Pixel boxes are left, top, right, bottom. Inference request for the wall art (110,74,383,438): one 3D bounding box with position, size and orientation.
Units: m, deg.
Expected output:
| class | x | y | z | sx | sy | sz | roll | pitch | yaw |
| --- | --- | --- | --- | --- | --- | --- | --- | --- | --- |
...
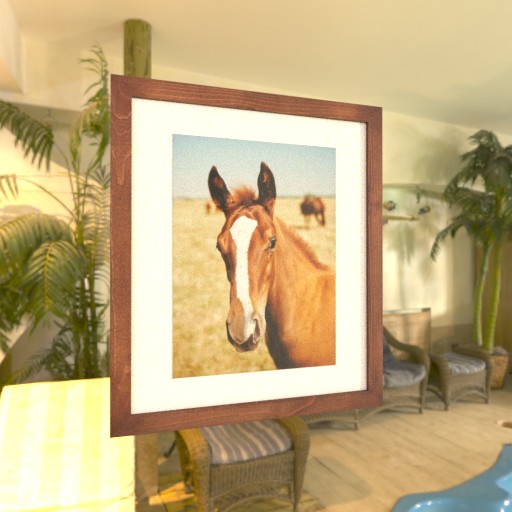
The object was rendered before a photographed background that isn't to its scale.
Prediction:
| class | x | y | z | sx | sy | sz | roll | pitch | yaw |
| --- | --- | --- | --- | --- | --- | --- | --- | --- | --- |
| wall art | 0.000 | 0.000 | 0.528 | 0.330 | 0.381 | 0.030 | 0 | 0 | -18 |
